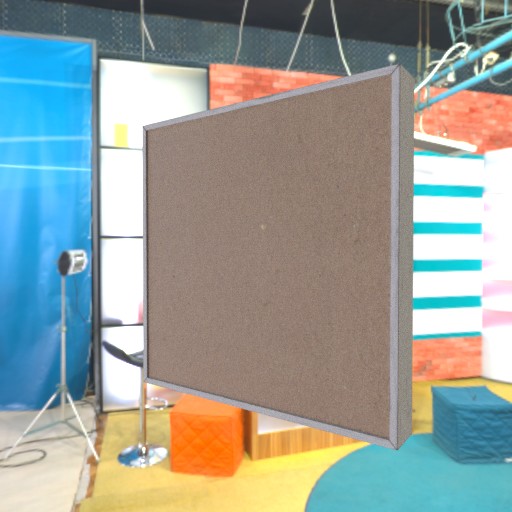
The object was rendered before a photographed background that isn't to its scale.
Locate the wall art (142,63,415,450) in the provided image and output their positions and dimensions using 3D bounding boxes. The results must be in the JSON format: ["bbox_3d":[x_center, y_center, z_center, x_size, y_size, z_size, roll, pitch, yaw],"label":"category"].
[{"bbox_3d":[0.000,0.000,0.453,0.305,0.305,0.038,1,1,36],"label":"wall art"}]
